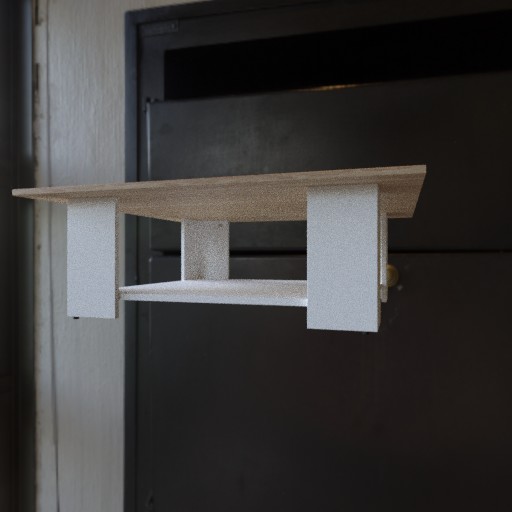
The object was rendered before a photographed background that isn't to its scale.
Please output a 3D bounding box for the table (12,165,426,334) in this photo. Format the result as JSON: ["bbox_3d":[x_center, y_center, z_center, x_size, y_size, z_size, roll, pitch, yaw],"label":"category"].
[{"bbox_3d":[0.000,0.000,1.305,0.890,0.305,0.890,0,0,18],"label":"table"}]
